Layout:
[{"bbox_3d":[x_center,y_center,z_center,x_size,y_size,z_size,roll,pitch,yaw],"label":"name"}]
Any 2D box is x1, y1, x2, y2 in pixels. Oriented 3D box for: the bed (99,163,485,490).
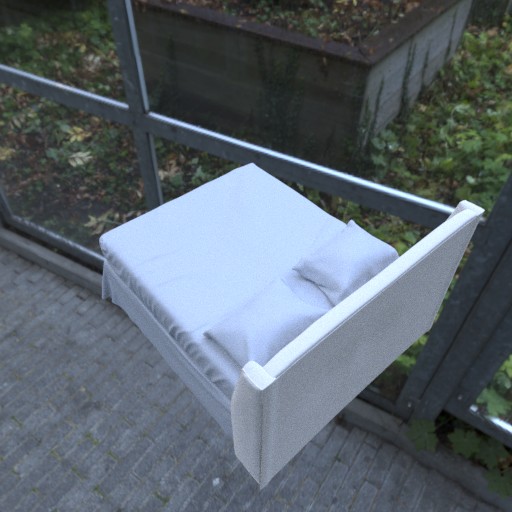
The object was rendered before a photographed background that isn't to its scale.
[{"bbox_3d":[0.000,0.000,3.415,1.925,1.332,2.276,-32,53,-28],"label":"bed"}]
